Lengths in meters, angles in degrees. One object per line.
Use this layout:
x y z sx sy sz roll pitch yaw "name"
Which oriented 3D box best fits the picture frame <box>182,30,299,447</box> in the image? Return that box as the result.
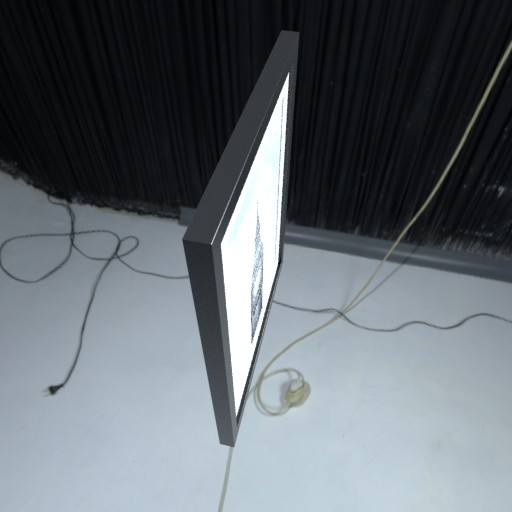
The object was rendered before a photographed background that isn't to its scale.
0.000 0.000 0.757 0.028 0.556 0.460 10 50 9 "picture frame"
